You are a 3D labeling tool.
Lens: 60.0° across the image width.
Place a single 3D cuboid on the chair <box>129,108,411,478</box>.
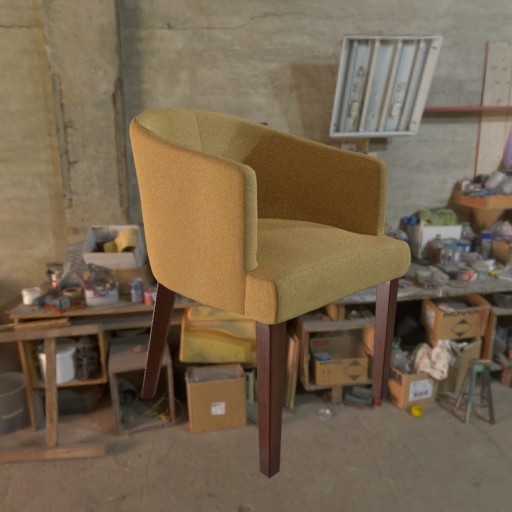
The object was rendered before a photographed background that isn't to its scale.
[{"bbox_3d":[0.000,0.000,1.235,0.583,0.811,0.655,-13,19,-42],"label":"chair"}]
